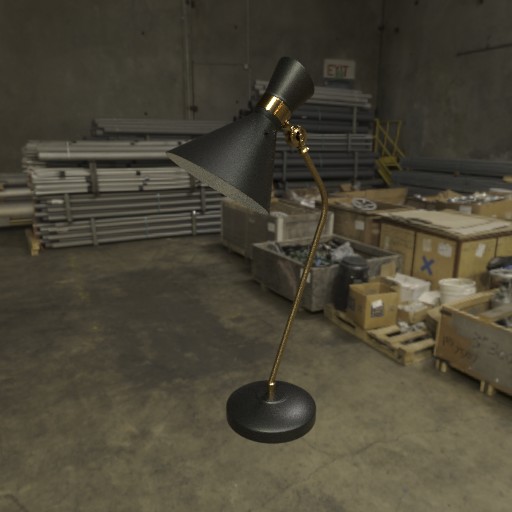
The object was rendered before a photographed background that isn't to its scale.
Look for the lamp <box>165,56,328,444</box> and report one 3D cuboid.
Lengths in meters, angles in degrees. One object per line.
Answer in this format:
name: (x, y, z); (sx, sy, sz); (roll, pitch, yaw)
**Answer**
lamp: (0.000, 0.000, 0.767); (0.292, 0.647, 0.189); (-7, 16, -25)
